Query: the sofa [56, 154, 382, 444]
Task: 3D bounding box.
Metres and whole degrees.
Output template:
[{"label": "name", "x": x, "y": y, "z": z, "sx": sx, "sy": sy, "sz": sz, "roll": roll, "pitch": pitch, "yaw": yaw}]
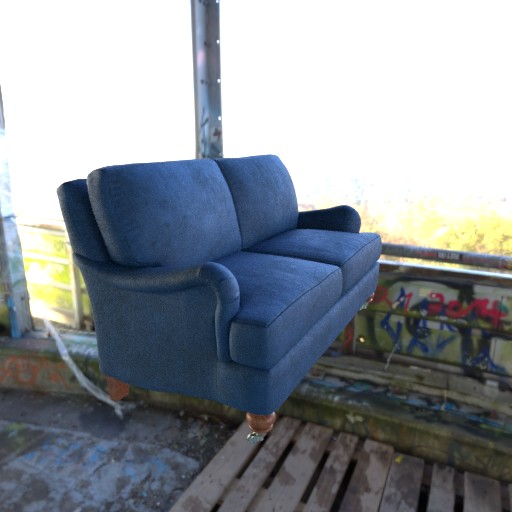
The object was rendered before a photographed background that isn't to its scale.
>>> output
[{"label": "sofa", "x": 0.000, "y": 0.000, "z": 2.565, "sx": 1.084, "sy": 1.101, "sz": 1.853, "roll": 8, "pitch": 17, "yaw": 27}]
